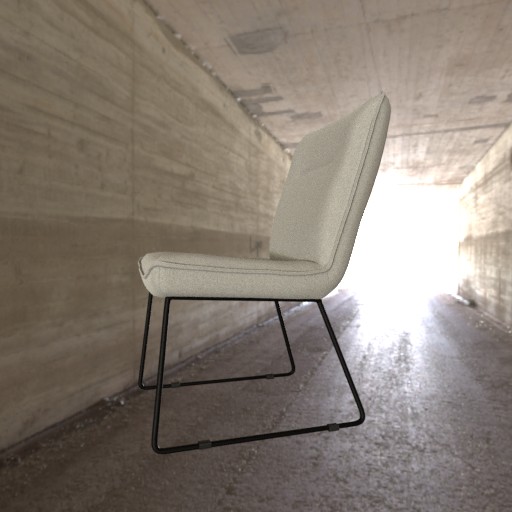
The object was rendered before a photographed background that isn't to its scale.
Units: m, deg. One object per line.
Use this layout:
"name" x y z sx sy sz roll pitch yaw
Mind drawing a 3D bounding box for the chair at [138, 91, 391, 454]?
"chair" 0.000 0.000 1.376 0.688 0.930 0.515 0 1 -18
